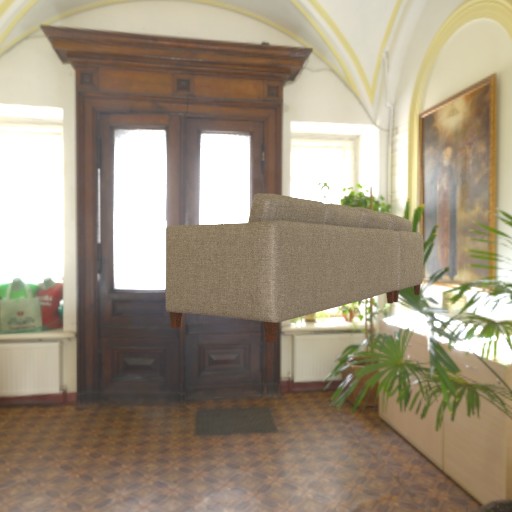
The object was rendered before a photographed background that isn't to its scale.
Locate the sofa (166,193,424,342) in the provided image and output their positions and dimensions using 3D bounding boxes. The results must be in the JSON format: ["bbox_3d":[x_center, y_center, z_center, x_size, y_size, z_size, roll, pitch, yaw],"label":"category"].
[{"bbox_3d":[0.000,0.000,4.639,2.593,0.947,3.302,1,2,35],"label":"sofa"}]
